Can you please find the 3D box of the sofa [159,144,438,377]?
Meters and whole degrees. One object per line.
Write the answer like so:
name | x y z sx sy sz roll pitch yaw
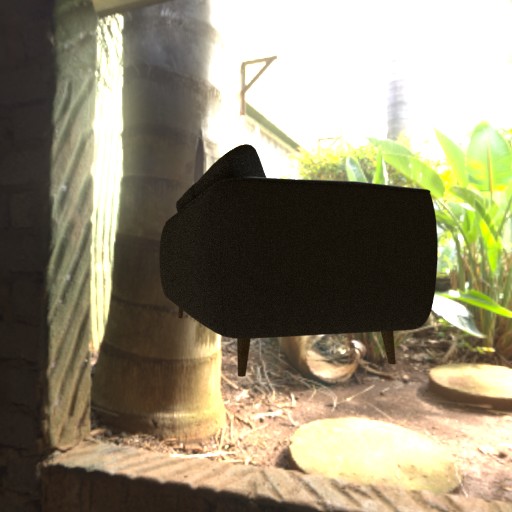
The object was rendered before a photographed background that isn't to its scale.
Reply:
sofa | 0.000 0.000 2.464 0.920 0.870 2.000 0 0 -17
